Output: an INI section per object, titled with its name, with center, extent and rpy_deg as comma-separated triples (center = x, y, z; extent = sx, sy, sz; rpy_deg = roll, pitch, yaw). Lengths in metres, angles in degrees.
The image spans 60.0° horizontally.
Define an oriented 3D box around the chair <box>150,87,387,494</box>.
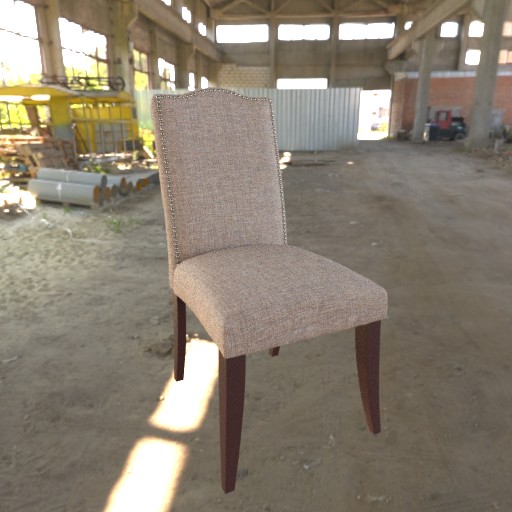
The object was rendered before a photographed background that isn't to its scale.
[chair]
center = 0.000, 0.000, 1.367
extent = 0.513, 1.016, 0.660
rpy_deg = -8, 19, -26
